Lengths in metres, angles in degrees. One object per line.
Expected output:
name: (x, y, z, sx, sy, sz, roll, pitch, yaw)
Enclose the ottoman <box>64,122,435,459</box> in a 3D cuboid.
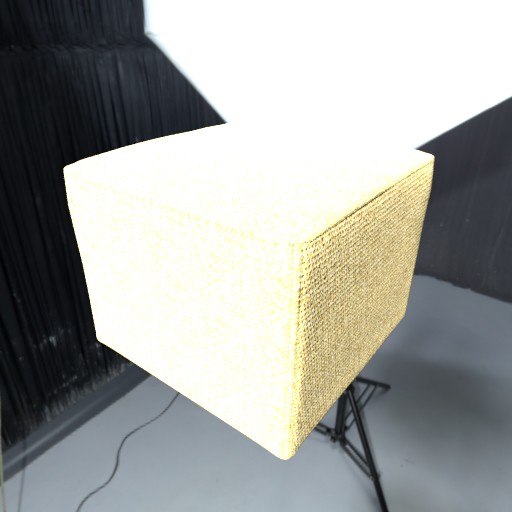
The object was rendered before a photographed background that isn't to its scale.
ottoman: (0.000, 0.000, 0.906, 0.512, 0.441, 0.505, 20, 34, 33)
